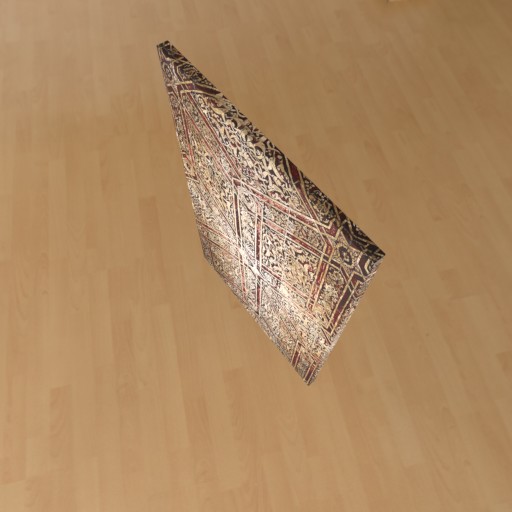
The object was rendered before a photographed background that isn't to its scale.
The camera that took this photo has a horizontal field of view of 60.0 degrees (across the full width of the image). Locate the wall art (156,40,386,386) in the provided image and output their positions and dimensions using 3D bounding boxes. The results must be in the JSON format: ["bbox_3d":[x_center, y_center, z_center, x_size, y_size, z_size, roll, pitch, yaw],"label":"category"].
[{"bbox_3d":[0.000,0.000,0.769,0.020,0.599,0.397,-34,68,-16],"label":"wall art"}]
